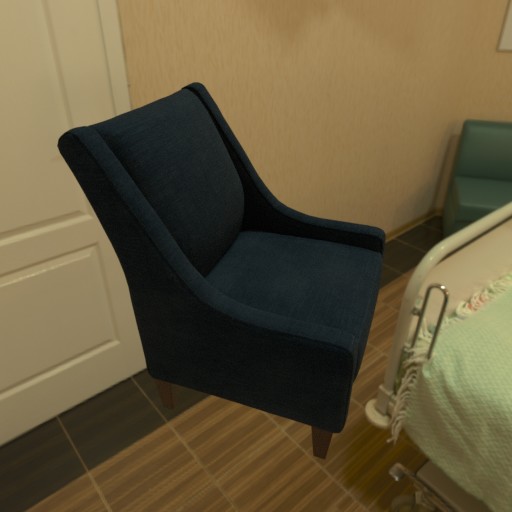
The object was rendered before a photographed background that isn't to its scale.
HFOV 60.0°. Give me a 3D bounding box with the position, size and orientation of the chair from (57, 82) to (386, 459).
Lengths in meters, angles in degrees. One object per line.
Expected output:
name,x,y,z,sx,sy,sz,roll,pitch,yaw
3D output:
chair,0.000,0.000,1.589,0.870,1.014,0.774,11,33,17
